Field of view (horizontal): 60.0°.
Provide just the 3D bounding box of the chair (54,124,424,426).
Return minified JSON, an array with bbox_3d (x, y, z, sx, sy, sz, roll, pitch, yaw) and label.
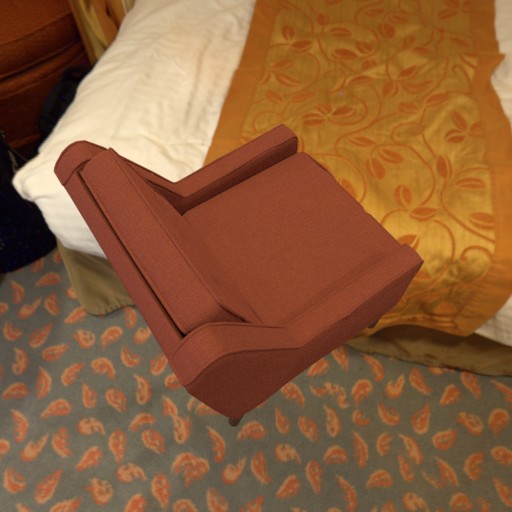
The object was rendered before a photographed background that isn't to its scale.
[{"bbox_3d":[0.000,0.000,1.352,0.770,0.812,0.680,-31,64,-17],"label":"chair"}]
